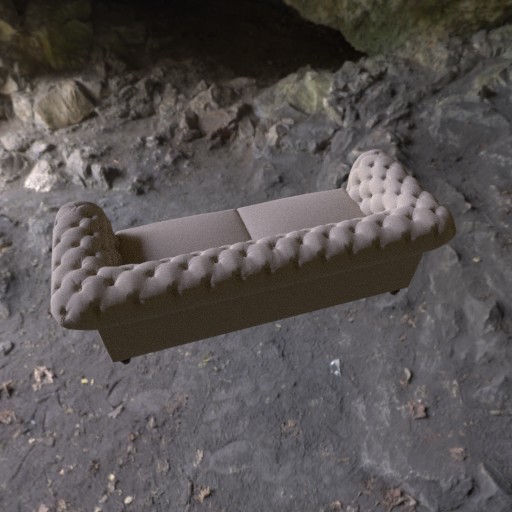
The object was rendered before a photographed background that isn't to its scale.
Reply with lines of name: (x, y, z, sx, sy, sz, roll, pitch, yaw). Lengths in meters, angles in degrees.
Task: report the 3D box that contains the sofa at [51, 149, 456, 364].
sofa: (0.000, 0.000, 3.262, 2.694, 0.847, 1.076, -12, 44, -13)
